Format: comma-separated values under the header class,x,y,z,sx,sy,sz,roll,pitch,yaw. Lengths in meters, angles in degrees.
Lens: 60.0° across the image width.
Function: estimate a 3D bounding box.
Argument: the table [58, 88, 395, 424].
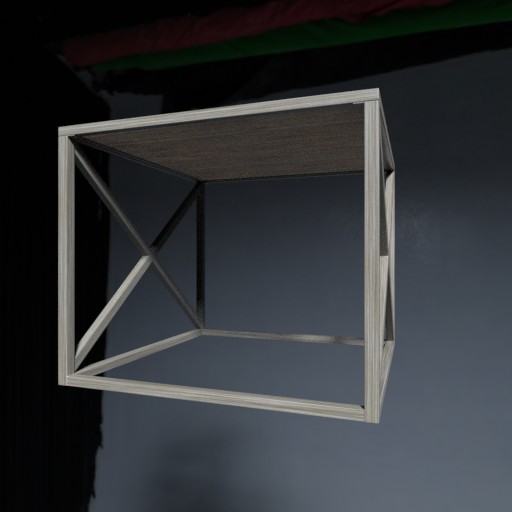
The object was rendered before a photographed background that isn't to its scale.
class,x,y,z,sx,sy,sz,roll,pitch,yaw
table,0.000,0.000,1.057,0.609,0.507,0.611,0,0,19
